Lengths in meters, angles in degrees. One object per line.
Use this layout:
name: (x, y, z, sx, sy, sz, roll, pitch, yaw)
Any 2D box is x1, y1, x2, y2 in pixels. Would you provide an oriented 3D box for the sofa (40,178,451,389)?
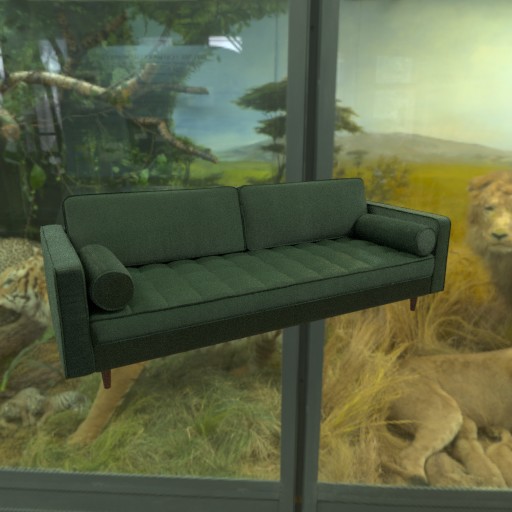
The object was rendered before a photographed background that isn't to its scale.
sofa: (0.000, 0.000, 2.560, 2.199, 0.769, 0.918, -8, 18, -27)
